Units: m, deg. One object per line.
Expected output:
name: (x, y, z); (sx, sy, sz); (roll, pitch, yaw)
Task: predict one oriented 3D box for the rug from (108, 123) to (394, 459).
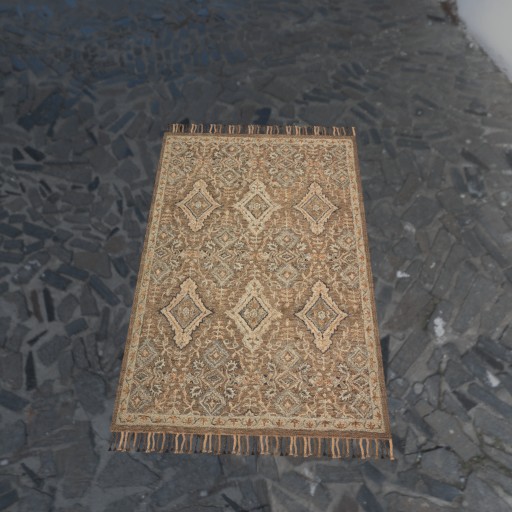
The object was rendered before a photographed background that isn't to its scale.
rug: (0.000, 0.000, 2.948); (1.516, 0.010, 2.434); (1, 60, 1)
